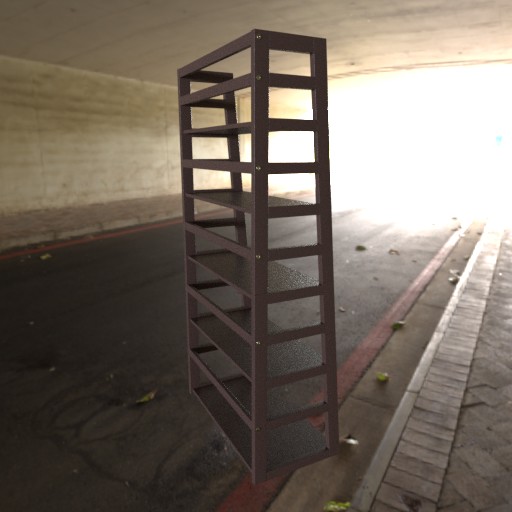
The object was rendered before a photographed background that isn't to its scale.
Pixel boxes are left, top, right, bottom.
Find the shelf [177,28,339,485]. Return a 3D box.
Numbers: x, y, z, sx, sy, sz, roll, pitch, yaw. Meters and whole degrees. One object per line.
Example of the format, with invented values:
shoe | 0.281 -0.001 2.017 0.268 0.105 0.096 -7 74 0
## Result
shelf | 0.000 0.000 1.927 0.403 1.600 0.763 -7 15 -26
